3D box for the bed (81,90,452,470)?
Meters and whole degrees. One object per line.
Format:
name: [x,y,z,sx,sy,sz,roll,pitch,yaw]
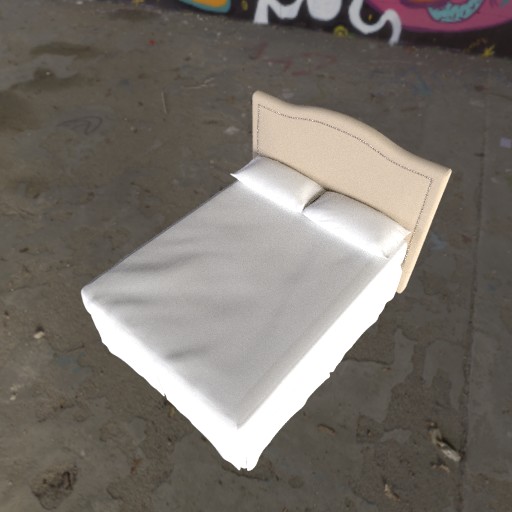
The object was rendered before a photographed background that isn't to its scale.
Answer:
bed: [0.000,0.000,3.342,1.753,1.460,2.143,32,55,26]
